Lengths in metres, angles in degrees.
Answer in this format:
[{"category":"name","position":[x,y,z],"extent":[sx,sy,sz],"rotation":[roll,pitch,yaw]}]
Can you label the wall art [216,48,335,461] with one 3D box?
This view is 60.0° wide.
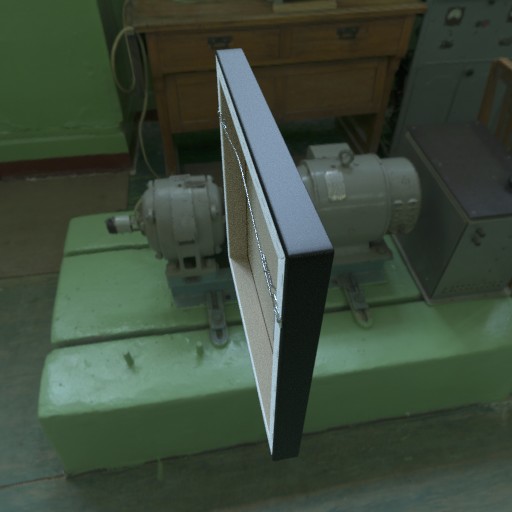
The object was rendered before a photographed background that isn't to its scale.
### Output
[{"category":"wall art","position":[0.000,0.000,0.612],"extent":[0.041,0.407,0.406],"rotation":[-8,46,-8]}]
